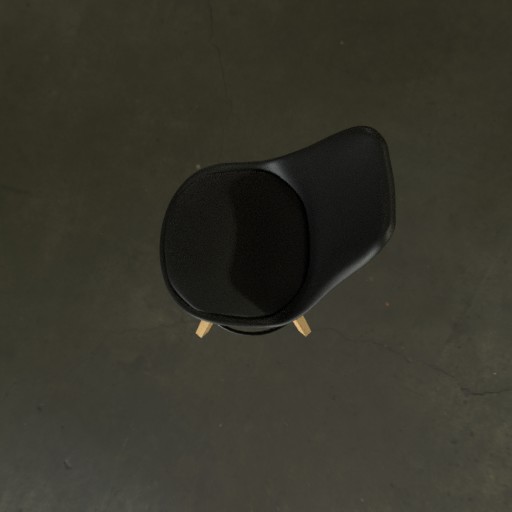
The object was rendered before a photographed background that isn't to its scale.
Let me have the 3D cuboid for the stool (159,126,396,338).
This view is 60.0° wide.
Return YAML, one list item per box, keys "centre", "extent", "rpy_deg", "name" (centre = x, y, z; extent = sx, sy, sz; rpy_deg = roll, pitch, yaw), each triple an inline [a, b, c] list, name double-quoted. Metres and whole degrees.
- centre: [0.000, 0.000, 1.405]
  extent: [0.550, 1.115, 0.485]
  rpy_deg: [-1, 75, 0]
  name: "stool"
